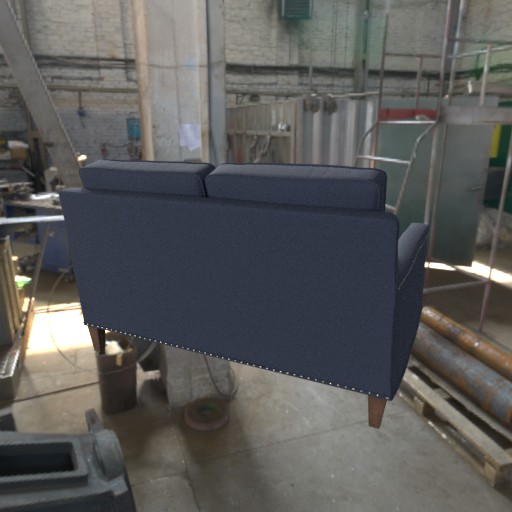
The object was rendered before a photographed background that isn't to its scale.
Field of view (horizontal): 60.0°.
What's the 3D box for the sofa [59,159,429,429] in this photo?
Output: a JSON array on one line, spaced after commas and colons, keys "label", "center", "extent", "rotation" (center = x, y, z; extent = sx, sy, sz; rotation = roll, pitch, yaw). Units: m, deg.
[{"label": "sofa", "center": [0.000, 0.000, 2.269], "extent": [1.597, 1.003, 1.084], "rotation": [8, 18, 24]}]
